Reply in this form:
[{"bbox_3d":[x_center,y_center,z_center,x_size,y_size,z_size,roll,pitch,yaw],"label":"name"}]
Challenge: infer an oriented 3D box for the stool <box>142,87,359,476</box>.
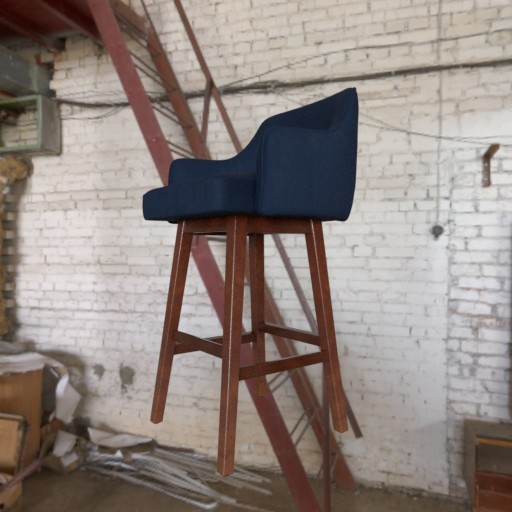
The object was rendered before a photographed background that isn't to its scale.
[{"bbox_3d":[0.000,0.000,1.363,0.560,1.041,0.550,-1,2,-37],"label":"stool"}]
